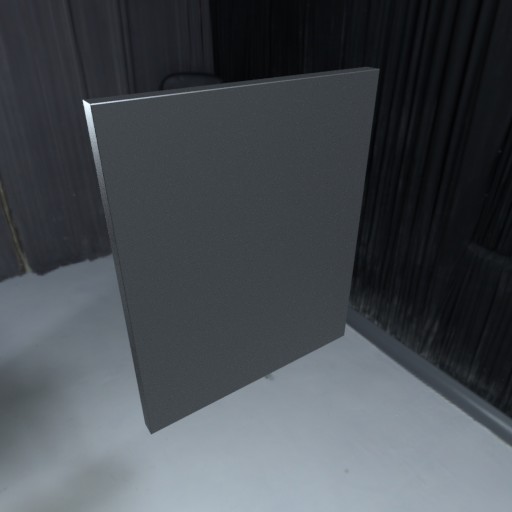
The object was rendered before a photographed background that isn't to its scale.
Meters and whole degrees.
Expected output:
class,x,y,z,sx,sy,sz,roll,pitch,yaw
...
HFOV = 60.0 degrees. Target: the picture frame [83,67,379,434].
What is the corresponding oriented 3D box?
class,x,y,z,sx,sy,sz,roll,pitch,yaw
picture frame,0.000,0.000,0.750,0.460,0.556,0.028,-19,36,-29
